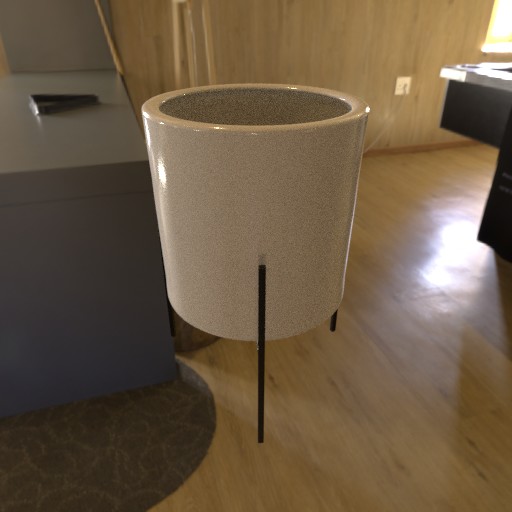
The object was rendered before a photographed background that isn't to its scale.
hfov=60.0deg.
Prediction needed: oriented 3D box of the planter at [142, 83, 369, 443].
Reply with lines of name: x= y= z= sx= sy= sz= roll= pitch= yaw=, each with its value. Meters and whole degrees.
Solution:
planter: x=0.000 y=0.000 z=0.649 sx=0.307 sy=0.431 sz=0.308 roll=-1 pitch=30 yaw=-2
